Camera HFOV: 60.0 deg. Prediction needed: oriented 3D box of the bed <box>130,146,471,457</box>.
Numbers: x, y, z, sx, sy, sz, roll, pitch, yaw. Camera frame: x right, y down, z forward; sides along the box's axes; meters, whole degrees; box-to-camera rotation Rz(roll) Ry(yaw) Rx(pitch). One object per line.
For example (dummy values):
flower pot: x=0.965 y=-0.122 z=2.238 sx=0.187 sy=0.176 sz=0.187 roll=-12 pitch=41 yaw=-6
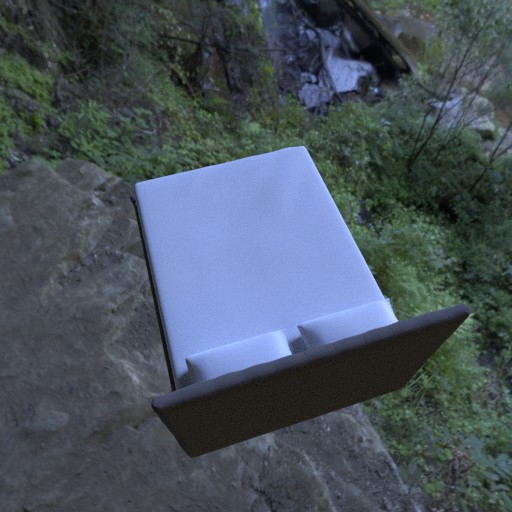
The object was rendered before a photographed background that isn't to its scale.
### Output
bed: x=0.000 y=0.000 z=3.321 sx=1.696 sy=1.426 sz=2.233 roll=-15 pitch=59 yaw=-9
